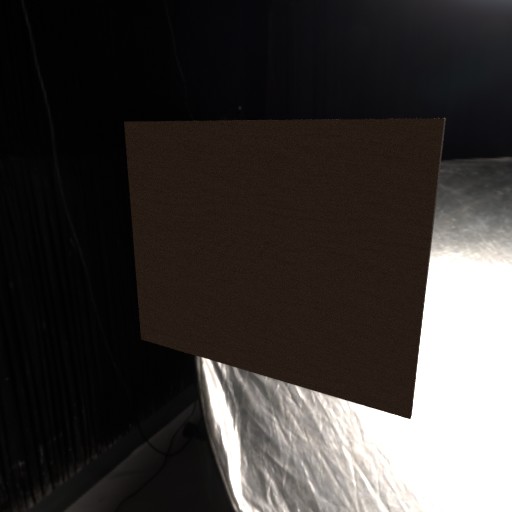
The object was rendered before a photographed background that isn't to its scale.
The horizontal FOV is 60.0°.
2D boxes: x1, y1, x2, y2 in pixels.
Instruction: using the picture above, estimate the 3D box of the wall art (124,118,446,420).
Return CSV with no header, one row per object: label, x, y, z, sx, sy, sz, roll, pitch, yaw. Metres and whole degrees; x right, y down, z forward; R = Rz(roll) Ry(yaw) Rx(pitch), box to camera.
wall art,0.000,0.000,0.694,0.508,0.406,0.013,9,18,28
